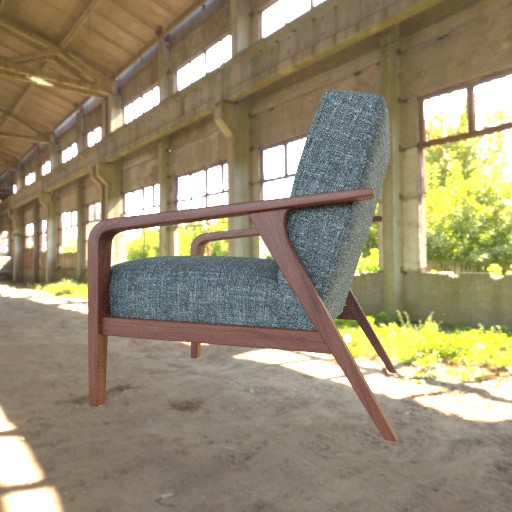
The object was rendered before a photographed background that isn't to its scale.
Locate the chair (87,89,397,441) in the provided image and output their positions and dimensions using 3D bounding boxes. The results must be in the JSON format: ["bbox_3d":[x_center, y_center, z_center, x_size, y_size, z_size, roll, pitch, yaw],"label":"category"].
[{"bbox_3d":[0.000,0.000,1.476,0.889,0.864,0.719,0,-1,18],"label":"chair"}]
